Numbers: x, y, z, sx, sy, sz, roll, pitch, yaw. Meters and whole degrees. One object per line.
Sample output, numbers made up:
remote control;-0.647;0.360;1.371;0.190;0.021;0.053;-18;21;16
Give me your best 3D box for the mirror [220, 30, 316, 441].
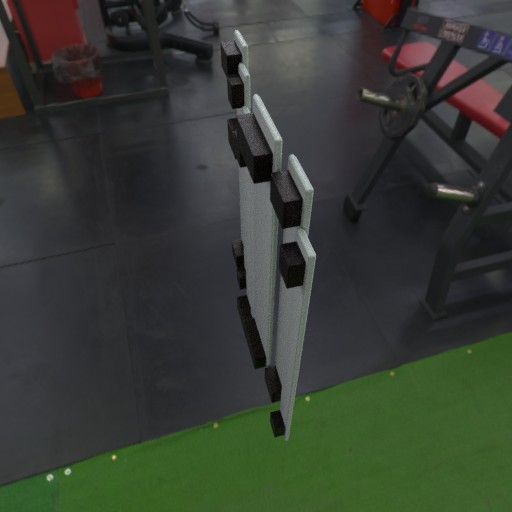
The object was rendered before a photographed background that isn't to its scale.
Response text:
mirror;0.000;0.000;0.784;0.058;0.611;0.445;-11;49;-10
